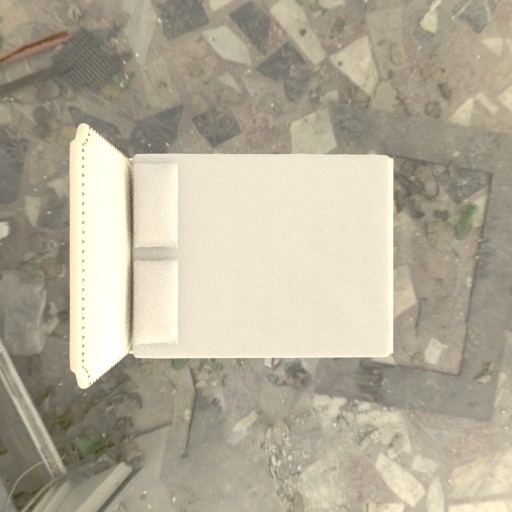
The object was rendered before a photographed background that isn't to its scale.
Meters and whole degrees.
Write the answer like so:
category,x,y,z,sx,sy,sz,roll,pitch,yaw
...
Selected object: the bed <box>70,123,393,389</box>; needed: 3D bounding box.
category,x,y,z,sx,sy,sz,roll,pitch,yaw
bed,0.000,0.000,3.482,2.372,1.497,1.712,0,90,-1
